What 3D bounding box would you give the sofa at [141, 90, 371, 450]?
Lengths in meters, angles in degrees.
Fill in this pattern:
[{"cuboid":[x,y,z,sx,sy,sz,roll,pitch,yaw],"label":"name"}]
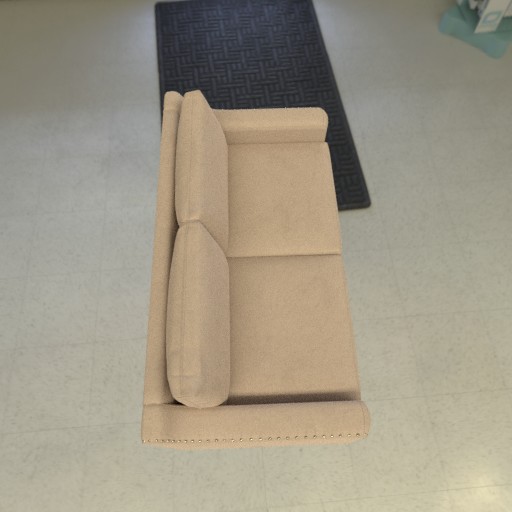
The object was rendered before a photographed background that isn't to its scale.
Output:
[{"cuboid":[0.000,0.000,2.523,1.030,0.901,1.967,-2,64,-1],"label":"sofa"}]
